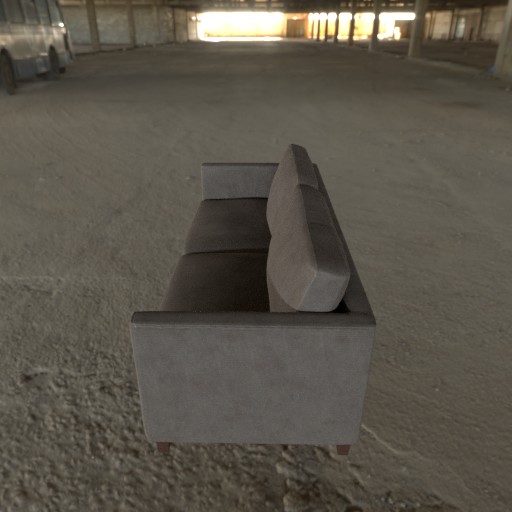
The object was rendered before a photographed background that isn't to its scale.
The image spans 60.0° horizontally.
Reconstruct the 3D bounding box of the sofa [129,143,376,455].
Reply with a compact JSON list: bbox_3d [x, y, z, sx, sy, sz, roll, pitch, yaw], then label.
[{"bbox_3d":[0.000,0.000,2.709,0.951,0.965,2.208,0,27,1],"label":"sofa"}]
